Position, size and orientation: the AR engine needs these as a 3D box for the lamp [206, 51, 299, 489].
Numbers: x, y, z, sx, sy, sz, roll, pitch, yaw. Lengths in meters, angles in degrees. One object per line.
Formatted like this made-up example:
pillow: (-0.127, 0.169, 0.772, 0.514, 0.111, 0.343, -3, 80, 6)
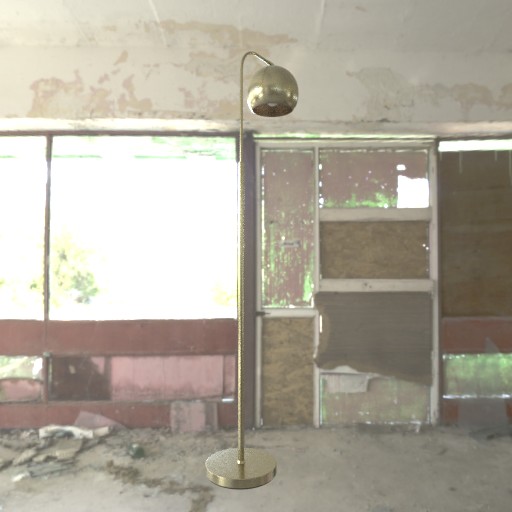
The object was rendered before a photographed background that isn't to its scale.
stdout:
lamp: (0.000, 0.000, 1.648, 0.250, 1.526, 0.431, -1, -1, 35)
